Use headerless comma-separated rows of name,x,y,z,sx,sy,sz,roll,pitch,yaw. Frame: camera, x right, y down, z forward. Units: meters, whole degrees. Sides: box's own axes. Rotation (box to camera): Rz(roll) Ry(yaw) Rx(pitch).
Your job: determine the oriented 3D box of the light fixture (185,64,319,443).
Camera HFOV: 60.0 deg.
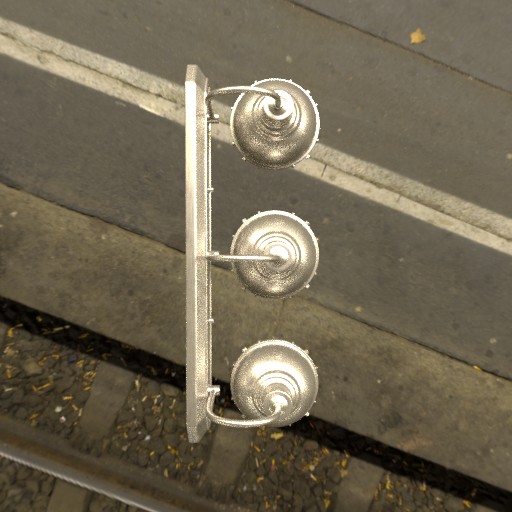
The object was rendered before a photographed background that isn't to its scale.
light fixture,0.000,0.000,0.746,0.229,0.254,0.634,0,92,0
